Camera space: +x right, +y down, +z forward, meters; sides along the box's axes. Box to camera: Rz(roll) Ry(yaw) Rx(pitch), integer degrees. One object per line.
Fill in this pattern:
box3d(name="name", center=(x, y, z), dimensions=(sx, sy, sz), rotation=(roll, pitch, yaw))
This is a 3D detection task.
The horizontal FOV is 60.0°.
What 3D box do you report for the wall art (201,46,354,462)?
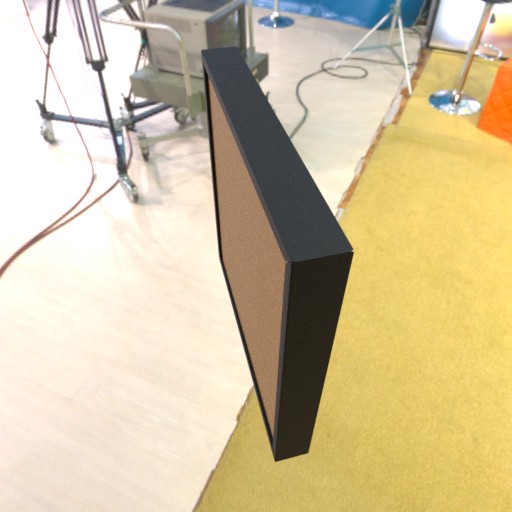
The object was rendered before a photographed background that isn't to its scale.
box3d(name="wall art", center=(0.000, 0.000, 0.458), dimensions=(0.037, 0.305, 0.305), rotation=(-10, 47, -10))
